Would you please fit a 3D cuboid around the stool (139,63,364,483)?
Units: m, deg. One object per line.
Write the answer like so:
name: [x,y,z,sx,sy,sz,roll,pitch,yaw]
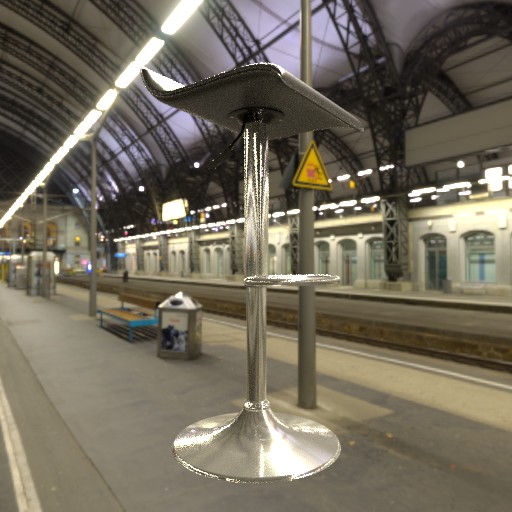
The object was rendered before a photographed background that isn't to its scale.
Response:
stool: [0.000,0.000,1.021,0.381,0.851,0.381,-1,-1,36]
